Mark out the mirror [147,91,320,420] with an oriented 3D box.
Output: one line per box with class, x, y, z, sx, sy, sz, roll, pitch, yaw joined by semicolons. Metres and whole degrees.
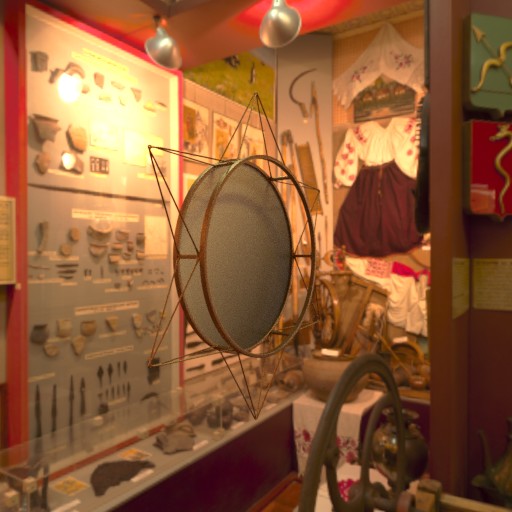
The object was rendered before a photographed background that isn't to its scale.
mirror;0.000;0.000;0.785;0.062;0.581;0.498;0;0;35
